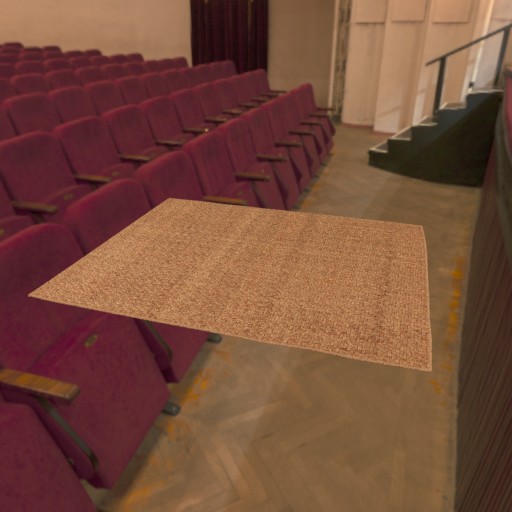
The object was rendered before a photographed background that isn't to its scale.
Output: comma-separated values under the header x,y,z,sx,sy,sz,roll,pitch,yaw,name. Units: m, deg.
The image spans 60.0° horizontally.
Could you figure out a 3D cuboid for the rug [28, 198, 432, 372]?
x,y,z,sx,sy,sz,roll,pitch,yaw,name
0.000,0.000,4.132,3.048,0.013,2.439,8,28,15,rug
